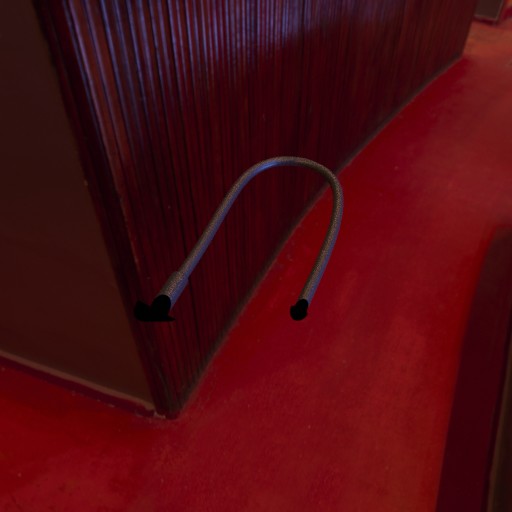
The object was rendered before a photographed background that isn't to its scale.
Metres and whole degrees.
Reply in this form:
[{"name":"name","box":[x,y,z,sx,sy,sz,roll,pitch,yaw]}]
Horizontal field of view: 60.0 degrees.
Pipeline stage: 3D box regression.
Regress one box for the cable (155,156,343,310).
[{"name":"cable","box":[0.000,0.000,0.113,0.041,0.005,0.098,13,44,14]}]
